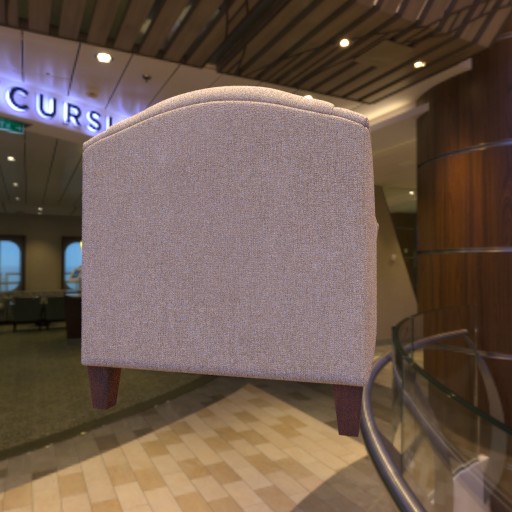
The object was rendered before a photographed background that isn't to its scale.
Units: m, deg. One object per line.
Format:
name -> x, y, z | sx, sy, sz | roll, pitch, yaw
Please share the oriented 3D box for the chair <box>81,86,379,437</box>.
chair -> 0.000, 0.000, 1.446 | 0.763, 0.839, 0.787 | 0, -1, 17
